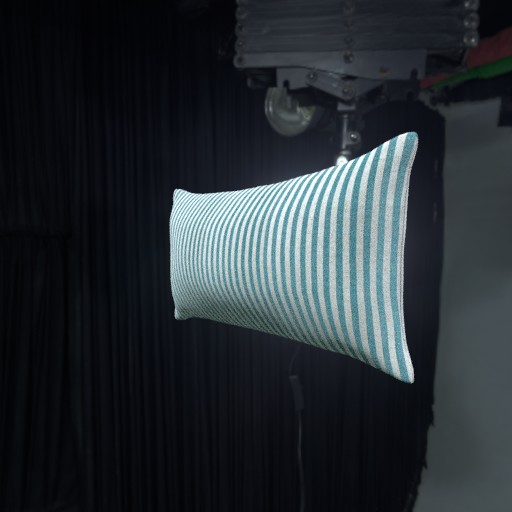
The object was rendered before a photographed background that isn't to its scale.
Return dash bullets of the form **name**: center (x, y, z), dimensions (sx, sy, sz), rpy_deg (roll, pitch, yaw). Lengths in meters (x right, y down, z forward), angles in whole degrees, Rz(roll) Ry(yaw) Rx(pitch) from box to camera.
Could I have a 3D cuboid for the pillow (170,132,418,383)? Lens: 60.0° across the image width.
- **pillow**: center (0.000, 0.000, 0.758), dimensions (0.151, 0.295, 0.617), rpy_deg (-1, 1, -37)
